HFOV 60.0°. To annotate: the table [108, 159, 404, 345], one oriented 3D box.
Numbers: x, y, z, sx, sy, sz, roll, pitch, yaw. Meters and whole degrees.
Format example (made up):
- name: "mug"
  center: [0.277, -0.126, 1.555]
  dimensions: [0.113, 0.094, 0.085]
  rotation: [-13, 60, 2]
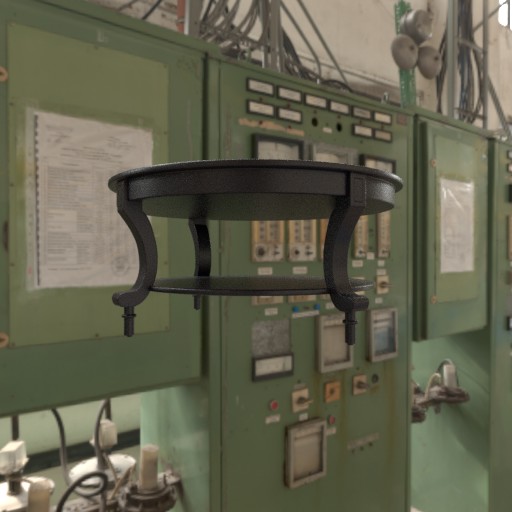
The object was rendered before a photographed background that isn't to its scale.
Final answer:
- name: "table"
  center: [0.000, 0.000, 1.620]
  dimensions: [1.029, 0.491, 1.029]
  rotation: [0, 0, 0]
